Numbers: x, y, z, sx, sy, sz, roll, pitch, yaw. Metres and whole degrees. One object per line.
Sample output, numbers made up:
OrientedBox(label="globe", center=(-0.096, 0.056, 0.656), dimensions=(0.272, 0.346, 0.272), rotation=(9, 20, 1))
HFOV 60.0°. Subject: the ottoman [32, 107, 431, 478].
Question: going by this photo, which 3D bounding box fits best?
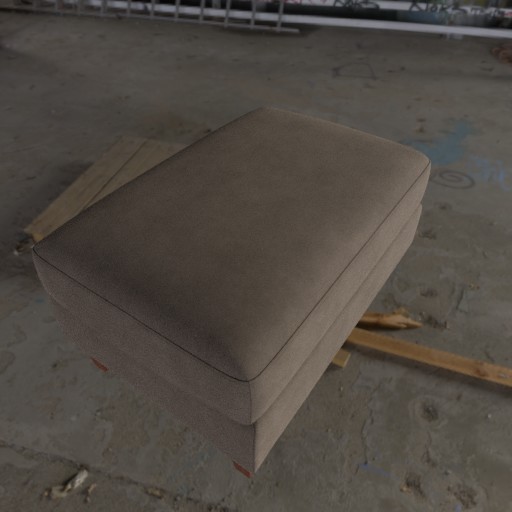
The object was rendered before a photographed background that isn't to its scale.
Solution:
OrientedBox(label="ottoman", center=(0.000, 0.000, 1.151), dimensions=(0.584, 0.483, 0.864), rotation=(25, 48, 25))
